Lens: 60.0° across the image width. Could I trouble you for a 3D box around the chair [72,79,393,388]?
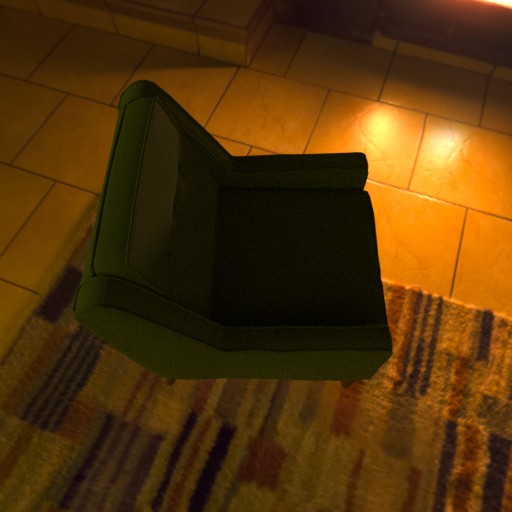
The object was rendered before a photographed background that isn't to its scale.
[{"bbox_3d":[0.000,0.000,1.327,0.743,0.792,0.663,1,62,0],"label":"chair"}]
